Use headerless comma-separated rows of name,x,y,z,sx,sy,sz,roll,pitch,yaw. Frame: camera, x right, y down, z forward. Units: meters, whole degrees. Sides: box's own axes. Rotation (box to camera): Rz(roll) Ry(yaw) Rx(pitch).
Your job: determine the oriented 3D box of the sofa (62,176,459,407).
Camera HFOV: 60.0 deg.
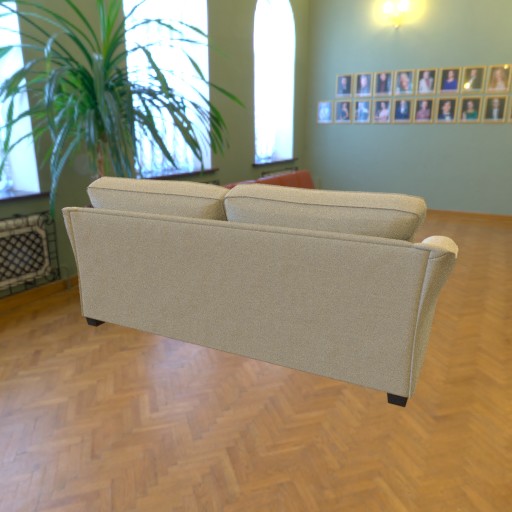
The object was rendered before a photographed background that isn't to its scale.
sofa,0.000,0.000,2.748,2.270,0.965,0.980,8,17,26
